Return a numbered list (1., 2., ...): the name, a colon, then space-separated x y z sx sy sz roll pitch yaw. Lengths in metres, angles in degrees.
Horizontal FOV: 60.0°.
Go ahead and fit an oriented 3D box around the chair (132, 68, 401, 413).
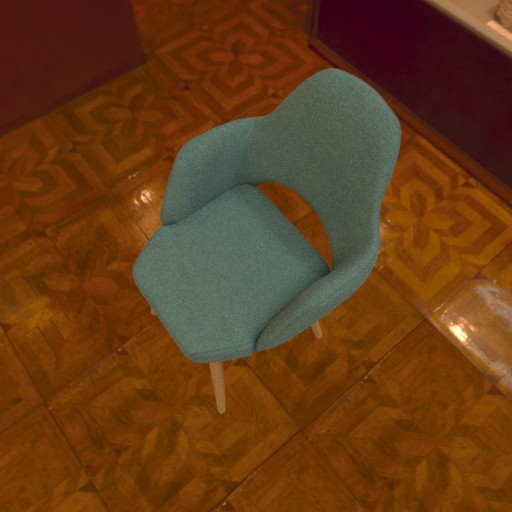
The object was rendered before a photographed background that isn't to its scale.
1. chair: 0.000 0.000 1.311 0.666 0.920 0.589 -34 68 -16
